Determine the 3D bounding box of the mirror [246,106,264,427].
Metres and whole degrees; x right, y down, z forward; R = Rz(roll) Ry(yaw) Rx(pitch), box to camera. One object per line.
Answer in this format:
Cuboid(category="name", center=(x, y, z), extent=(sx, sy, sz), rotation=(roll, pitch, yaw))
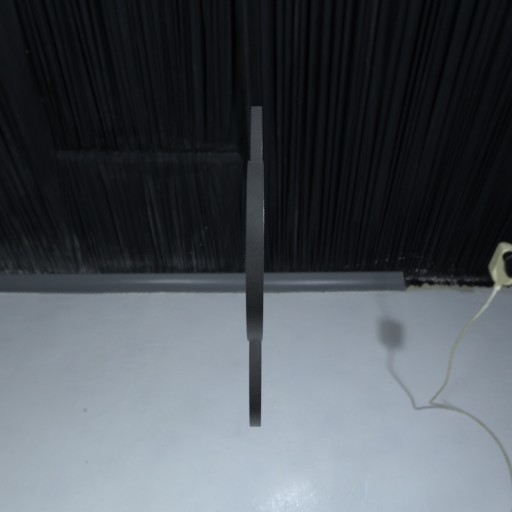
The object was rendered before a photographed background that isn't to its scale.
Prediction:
Cuboid(category="mirror", center=(0.000, 0.000, 3.155), extent=(0.076, 2.096, 2.160), rotation=(0, 42, 0))
